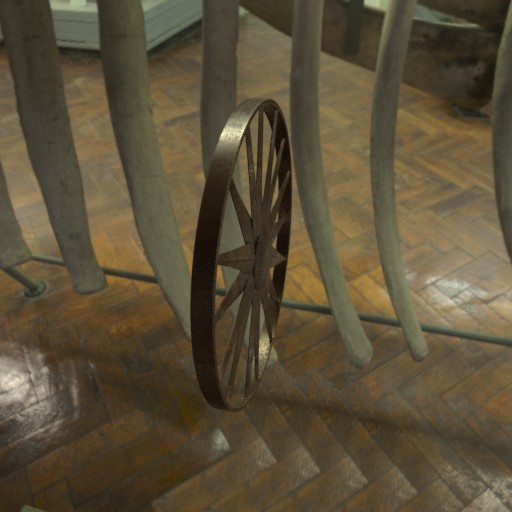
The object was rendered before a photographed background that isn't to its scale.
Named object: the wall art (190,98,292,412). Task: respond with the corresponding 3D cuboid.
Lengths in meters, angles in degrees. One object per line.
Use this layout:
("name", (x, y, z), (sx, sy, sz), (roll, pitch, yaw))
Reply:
("wall art", (0.000, 0.000, 0.868), (0.084, 0.583, 0.582), (10, 46, 10))
